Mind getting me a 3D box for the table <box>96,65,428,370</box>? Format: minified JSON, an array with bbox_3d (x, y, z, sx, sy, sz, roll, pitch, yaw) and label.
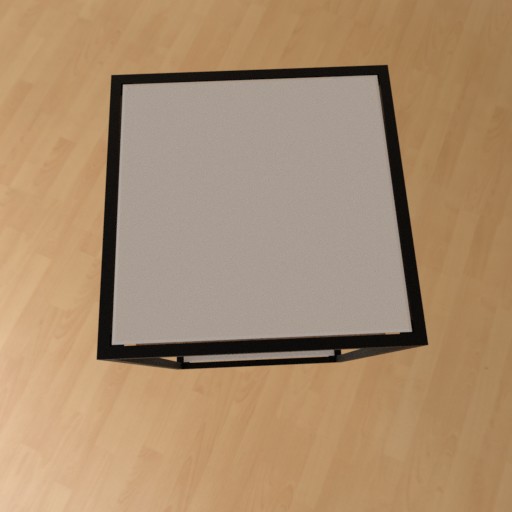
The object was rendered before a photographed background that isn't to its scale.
[{"bbox_3d":[0.000,0.000,0.814,0.378,0.540,0.378,-2,74,-1],"label":"table"}]
